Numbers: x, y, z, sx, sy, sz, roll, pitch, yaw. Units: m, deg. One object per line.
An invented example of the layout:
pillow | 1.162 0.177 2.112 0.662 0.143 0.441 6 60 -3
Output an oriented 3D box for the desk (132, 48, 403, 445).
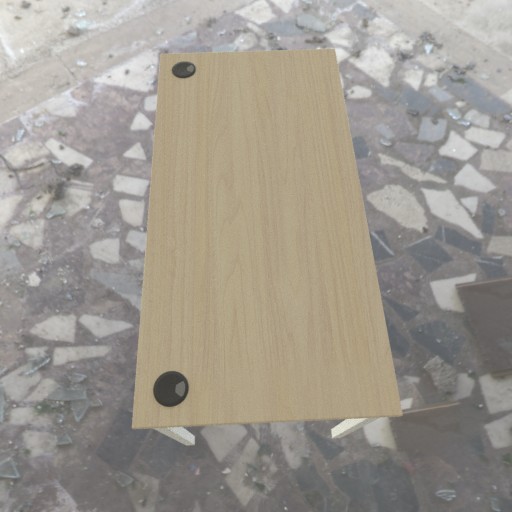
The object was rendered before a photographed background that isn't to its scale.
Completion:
desk | 0.000 0.000 1.582 0.600 0.750 1.200 -2 63 -1
